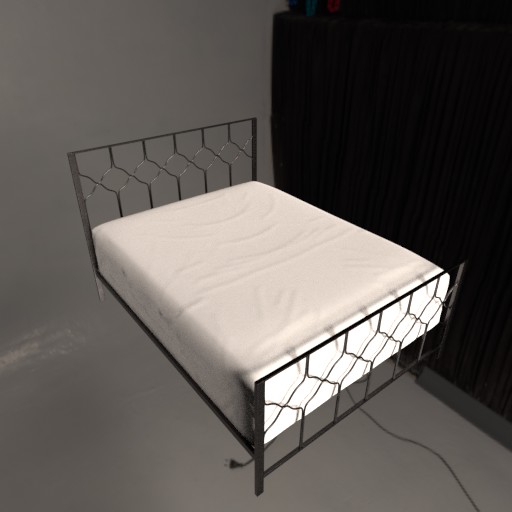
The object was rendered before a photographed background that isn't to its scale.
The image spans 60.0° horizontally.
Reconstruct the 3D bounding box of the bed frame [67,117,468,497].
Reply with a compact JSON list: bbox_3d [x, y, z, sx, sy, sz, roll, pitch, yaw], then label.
[{"bbox_3d":[0.000,0.000,2.999,1.597,1.222,2.063,-22,37,-32],"label":"bed frame"}]
